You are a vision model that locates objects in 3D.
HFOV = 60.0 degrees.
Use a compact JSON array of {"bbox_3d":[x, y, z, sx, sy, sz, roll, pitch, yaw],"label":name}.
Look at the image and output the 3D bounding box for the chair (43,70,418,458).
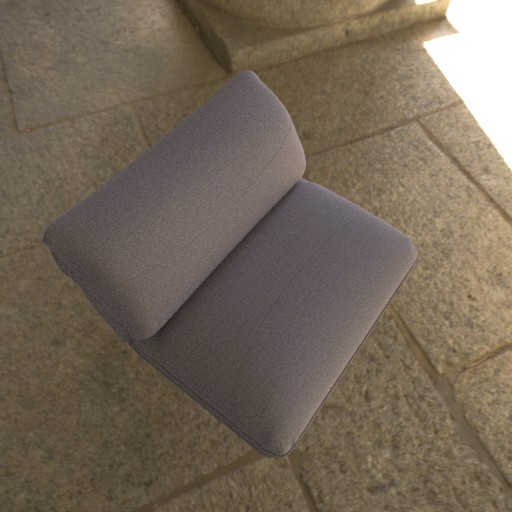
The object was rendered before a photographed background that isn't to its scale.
[{"bbox_3d":[0.000,0.000,1.324,0.780,0.580,0.820,33,63,19],"label":"chair"}]
